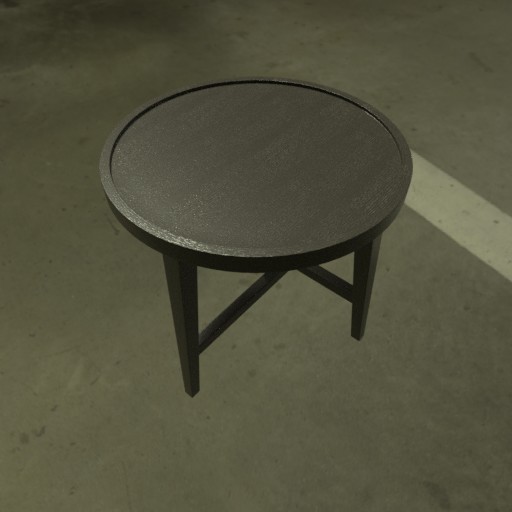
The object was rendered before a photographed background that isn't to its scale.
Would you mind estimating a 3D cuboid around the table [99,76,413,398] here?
[{"bbox_3d":[0.000,0.000,0.919,0.500,0.531,0.500,0,47,0],"label":"table"}]
